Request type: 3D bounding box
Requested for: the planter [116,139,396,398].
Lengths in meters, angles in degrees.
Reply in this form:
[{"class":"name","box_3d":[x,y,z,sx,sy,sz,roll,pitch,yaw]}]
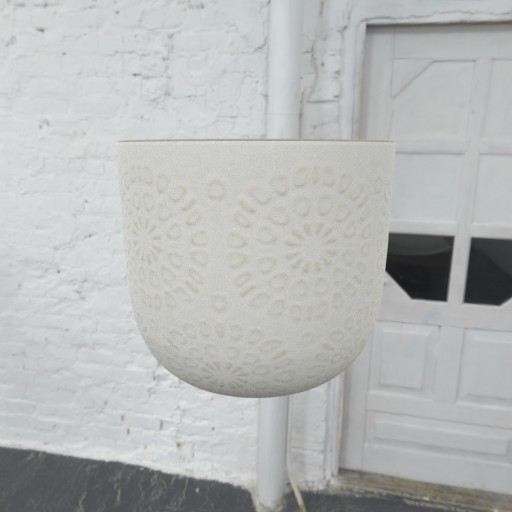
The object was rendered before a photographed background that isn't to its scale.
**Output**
[{"class":"planter","box_3d":[0.000,0.000,0.218,0.124,0.109,0.124,0,14,0]}]
